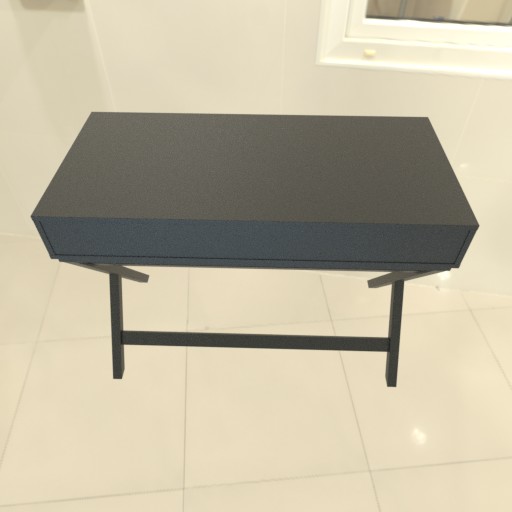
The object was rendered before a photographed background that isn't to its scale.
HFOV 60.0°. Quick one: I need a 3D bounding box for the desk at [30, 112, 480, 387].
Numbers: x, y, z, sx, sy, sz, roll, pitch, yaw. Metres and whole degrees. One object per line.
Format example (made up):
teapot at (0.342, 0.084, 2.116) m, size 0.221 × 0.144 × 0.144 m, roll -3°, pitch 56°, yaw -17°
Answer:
desk at (0.000, 0.000, 1.504) m, size 1.057 × 0.780 × 0.525 m, roll 1°, pitch 46°, yaw 1°
